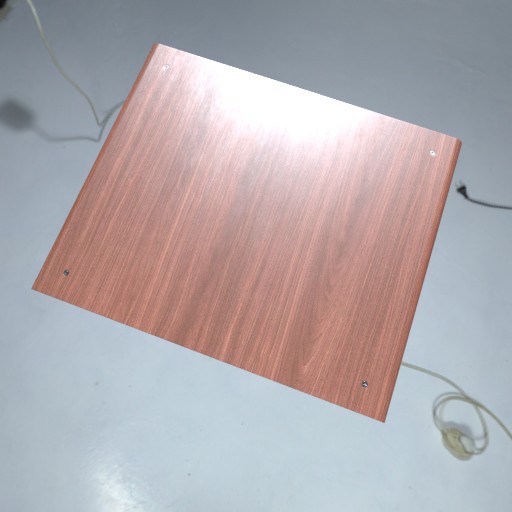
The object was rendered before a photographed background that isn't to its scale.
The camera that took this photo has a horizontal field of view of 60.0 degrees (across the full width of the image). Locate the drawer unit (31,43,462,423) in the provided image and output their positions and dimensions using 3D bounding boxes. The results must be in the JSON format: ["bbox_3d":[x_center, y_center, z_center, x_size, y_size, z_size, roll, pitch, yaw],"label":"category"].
[{"bbox_3d":[0.000,0.000,0.604,0.349,0.351,0.290,20,76,5],"label":"drawer unit"}]
